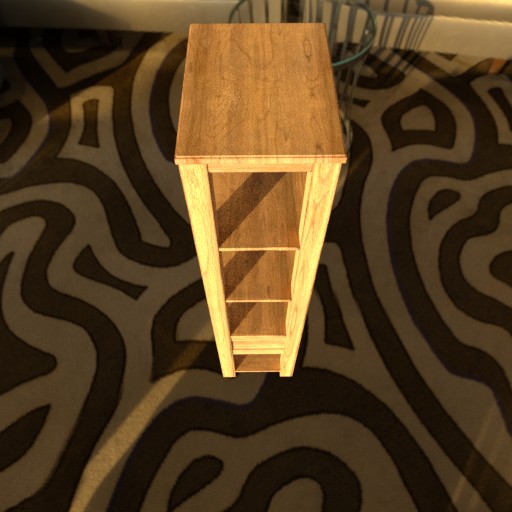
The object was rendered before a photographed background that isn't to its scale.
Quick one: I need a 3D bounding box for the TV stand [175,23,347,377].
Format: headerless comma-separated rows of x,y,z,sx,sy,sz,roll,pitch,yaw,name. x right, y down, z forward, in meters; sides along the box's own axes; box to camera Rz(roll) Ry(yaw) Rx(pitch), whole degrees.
0.000,0.000,1.995,0.435,1.828,0.565,-1,58,0,TV stand
